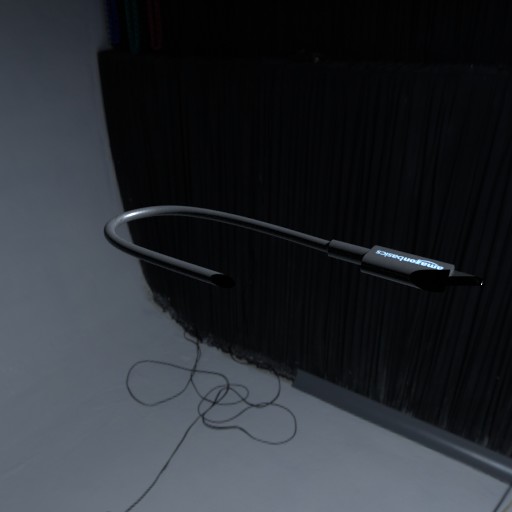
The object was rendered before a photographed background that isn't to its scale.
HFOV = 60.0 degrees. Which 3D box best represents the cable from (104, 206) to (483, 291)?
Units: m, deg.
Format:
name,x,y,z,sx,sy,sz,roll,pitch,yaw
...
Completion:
name,x,y,z,sx,sy,sz,roll,pitch,yaw
cable,0.000,0.000,0.111,0.098,0.005,0.041,17,31,31
